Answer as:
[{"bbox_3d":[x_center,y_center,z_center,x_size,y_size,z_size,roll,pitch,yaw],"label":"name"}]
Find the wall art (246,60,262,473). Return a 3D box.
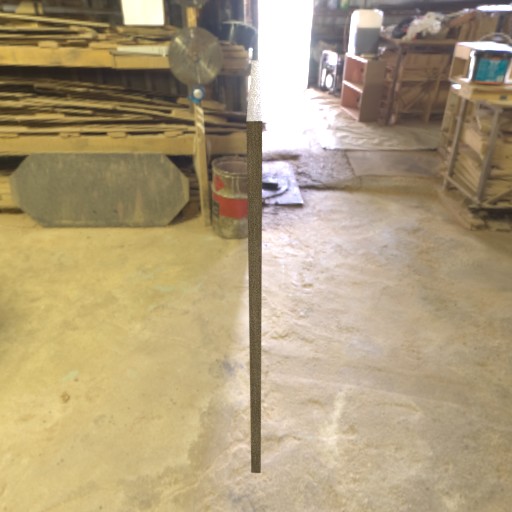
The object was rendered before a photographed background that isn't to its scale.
[{"bbox_3d":[0.000,0.000,1.376,0.035,1.022,0.781,0,31,0],"label":"wall art"}]
